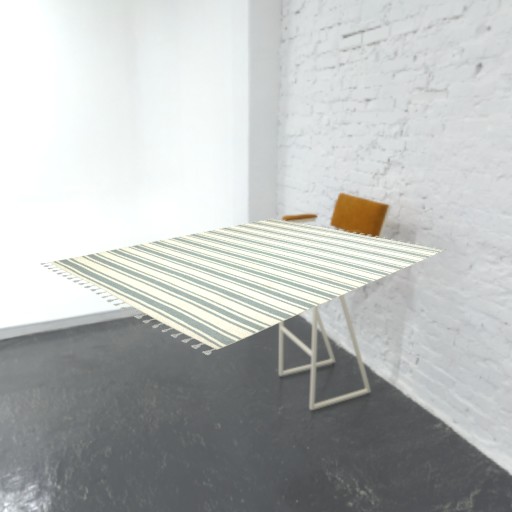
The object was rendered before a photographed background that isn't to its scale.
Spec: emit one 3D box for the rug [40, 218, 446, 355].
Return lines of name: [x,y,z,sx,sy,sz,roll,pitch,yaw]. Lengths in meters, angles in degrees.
rug: [0.000,0.000,4.315,3.201,0.005,2.439,-15,22,-43]
